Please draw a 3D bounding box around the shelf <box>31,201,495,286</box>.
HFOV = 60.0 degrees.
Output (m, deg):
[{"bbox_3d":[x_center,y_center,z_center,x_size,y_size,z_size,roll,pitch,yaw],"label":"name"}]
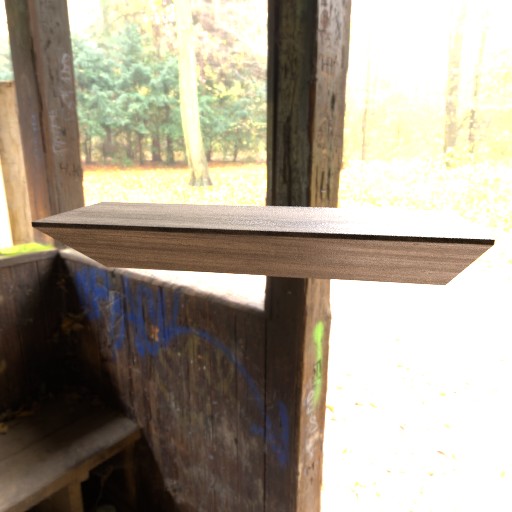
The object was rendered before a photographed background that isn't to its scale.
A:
[{"bbox_3d":[0.000,0.000,0.686,0.610,0.125,0.200,3,16,10],"label":"shelf"}]
